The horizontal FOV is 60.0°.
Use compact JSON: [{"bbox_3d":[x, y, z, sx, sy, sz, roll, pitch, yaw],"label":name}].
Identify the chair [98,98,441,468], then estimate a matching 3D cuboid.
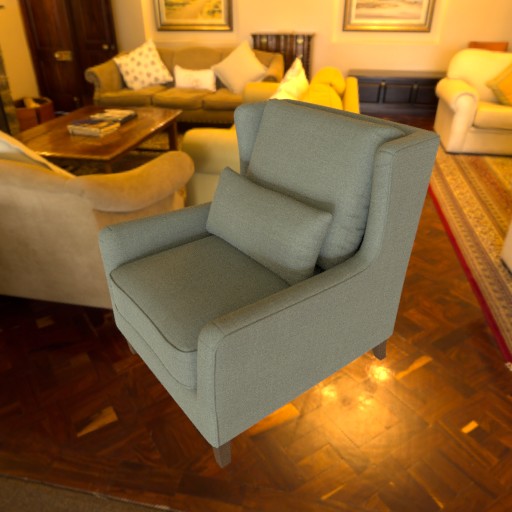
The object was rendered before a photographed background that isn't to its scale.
[{"bbox_3d":[0.000,0.000,1.789,1.040,1.056,0.866,-21,36,-32],"label":"chair"}]
